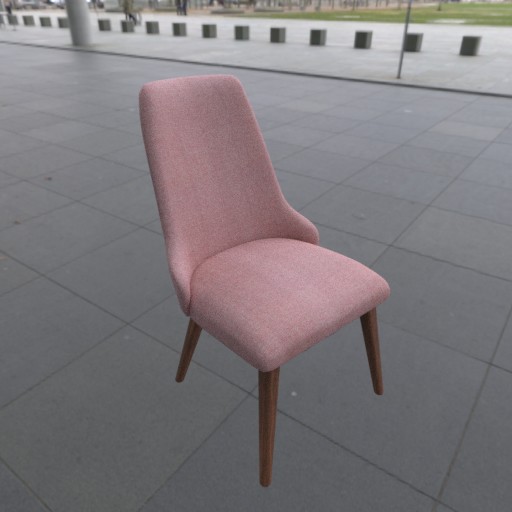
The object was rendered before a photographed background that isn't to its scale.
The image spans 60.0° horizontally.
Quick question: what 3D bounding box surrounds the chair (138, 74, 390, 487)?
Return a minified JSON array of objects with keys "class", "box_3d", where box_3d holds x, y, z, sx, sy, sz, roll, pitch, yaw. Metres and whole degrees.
[{"class":"chair","box_3d":[0.000,0.000,1.314,0.535,0.918,0.707,-22,37,-33]}]
